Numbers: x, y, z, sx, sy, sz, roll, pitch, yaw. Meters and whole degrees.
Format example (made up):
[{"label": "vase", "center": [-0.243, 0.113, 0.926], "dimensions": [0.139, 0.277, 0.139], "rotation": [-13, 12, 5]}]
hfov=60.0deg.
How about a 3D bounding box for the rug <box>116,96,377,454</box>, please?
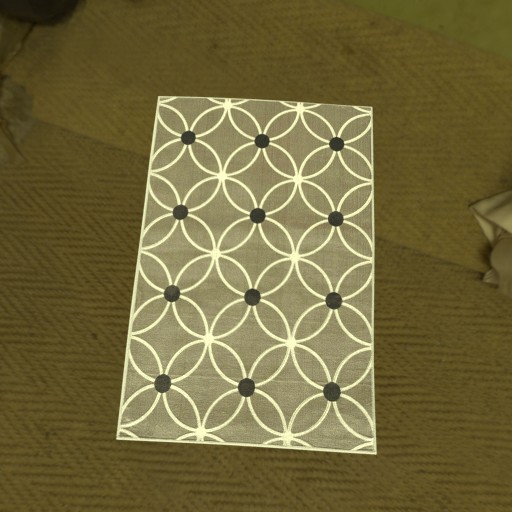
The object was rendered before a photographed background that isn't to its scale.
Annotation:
[{"label": "rug", "center": [0.000, 0.000, 2.851], "dimensions": [1.522, 0.008, 2.284], "rotation": [3, 75, 1]}]
